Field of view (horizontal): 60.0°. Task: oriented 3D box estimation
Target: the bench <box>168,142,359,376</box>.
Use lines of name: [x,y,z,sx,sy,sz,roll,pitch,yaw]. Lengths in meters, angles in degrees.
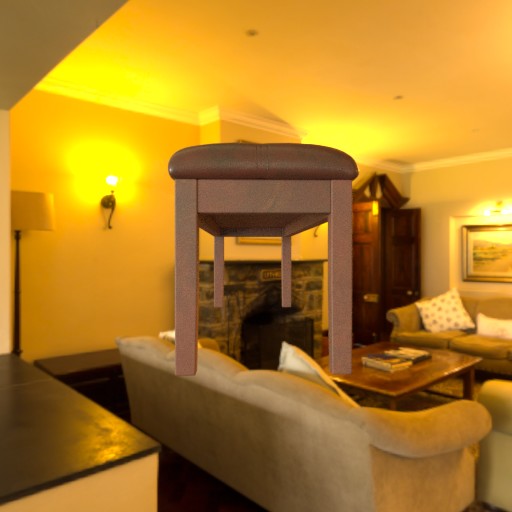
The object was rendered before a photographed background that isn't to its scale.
bench: [0.000,0.000,1.529,0.401,0.491,1.259,0,0,-2]
